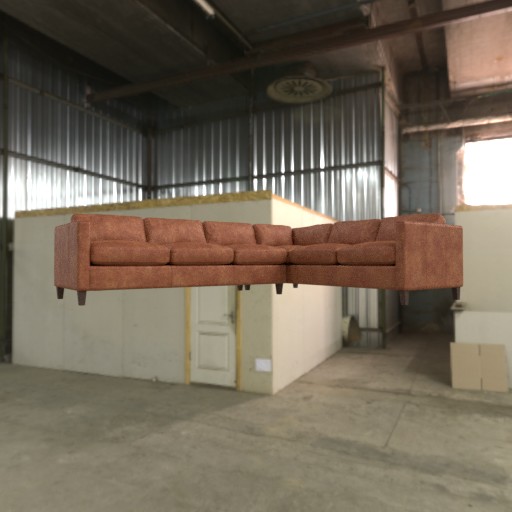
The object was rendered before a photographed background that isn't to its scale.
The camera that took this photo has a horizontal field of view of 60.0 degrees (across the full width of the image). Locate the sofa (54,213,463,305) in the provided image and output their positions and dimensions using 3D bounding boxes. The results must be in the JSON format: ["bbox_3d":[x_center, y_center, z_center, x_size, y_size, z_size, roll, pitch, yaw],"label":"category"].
[{"bbox_3d":[0.000,0.000,4.288,3.167,0.838,2.438,0,-1,-36],"label":"sofa"}]
